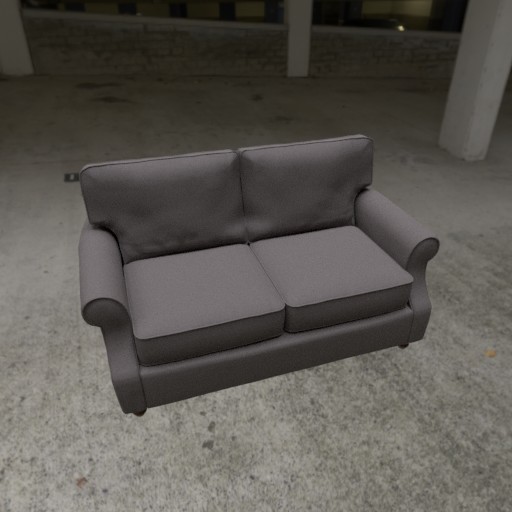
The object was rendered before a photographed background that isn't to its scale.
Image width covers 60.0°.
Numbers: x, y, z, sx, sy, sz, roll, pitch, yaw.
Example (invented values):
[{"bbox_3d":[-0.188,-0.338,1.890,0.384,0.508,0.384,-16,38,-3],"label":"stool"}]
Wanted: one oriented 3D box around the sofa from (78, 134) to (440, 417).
[{"bbox_3d":[0.000,0.000,2.248,1.665,0.937,0.964,-10,33,-15],"label":"sofa"}]
